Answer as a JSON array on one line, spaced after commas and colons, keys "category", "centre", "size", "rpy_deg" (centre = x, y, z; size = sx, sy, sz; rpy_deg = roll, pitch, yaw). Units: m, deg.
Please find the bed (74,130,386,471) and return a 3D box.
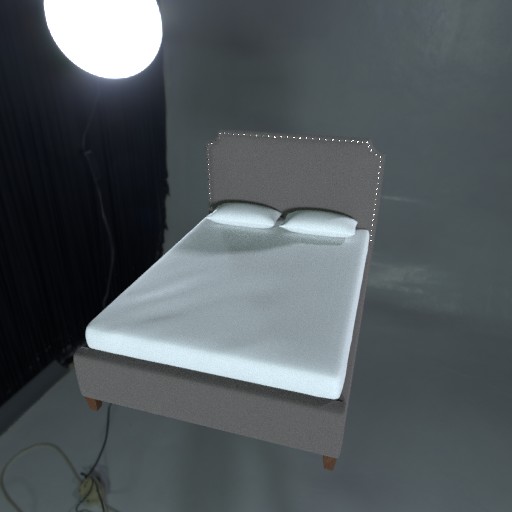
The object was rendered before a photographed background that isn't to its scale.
[{"category": "bed", "centre": [0.000, 0.000, 3.431], "size": [1.713, 1.443, 2.372], "rpy_deg": [8, 27, 15]}]
